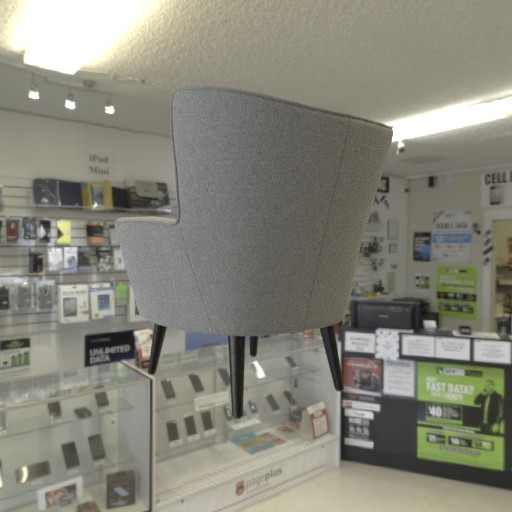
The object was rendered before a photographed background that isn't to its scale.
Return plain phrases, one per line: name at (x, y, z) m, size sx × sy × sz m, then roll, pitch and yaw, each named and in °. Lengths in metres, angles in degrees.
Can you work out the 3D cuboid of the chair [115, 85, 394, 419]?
chair at (0.000, 0.000, 1.575) m, size 0.781 × 0.933 × 0.888 m, roll -1°, pitch 1°, yaw -35°
